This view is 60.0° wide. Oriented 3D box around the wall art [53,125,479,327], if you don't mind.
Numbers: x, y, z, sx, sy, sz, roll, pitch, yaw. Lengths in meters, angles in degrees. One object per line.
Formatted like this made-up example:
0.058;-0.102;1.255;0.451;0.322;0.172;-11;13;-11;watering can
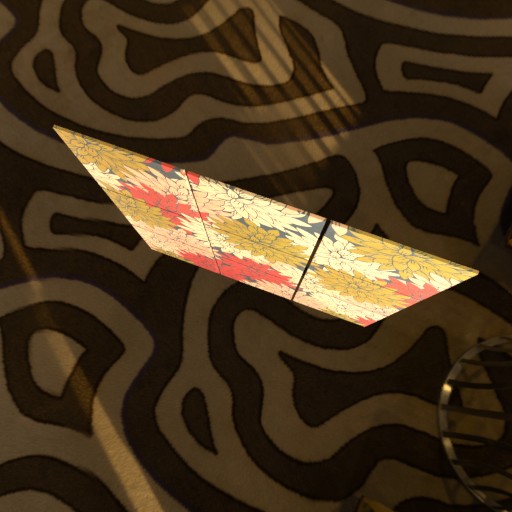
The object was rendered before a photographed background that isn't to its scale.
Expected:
0.000;0.000;2.228;1.519;1.534;0.013;20;76;5;wall art
